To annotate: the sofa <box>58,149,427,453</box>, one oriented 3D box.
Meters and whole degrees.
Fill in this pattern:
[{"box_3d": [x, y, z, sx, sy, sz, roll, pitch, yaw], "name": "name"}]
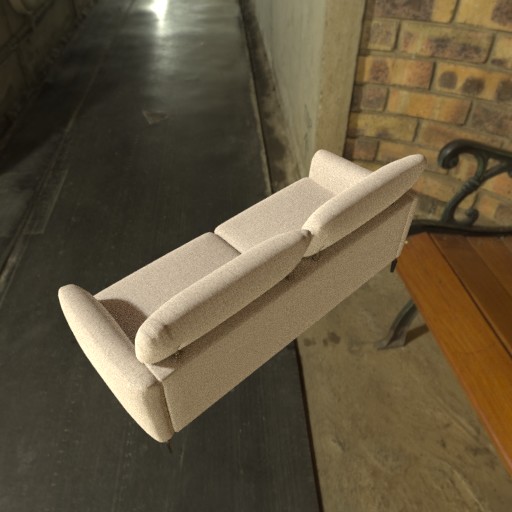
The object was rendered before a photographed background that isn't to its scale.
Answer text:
[{"box_3d": [0.000, 0.000, 2.515, 2.015, 0.956, 0.856, -32, 53, -28], "name": "sofa"}]
